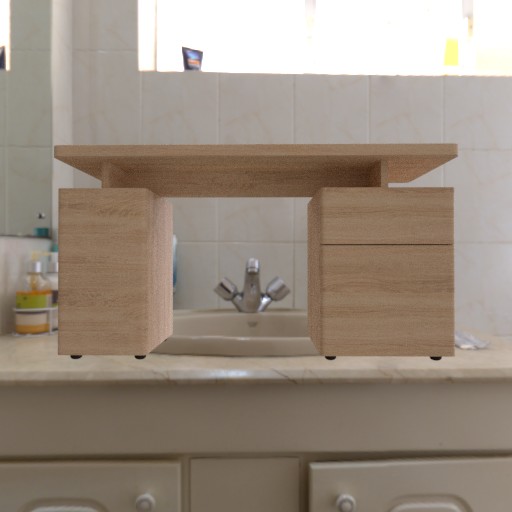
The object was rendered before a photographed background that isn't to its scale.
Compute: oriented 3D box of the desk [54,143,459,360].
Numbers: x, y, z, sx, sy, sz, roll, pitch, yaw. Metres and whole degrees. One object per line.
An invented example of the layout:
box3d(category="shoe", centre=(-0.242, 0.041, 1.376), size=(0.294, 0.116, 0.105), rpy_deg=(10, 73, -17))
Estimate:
box3d(category="desk", centre=(0.000, 0.000, 1.784), size=(1.400, 0.760, 0.550), rpy_deg=(0, 0, 1))
